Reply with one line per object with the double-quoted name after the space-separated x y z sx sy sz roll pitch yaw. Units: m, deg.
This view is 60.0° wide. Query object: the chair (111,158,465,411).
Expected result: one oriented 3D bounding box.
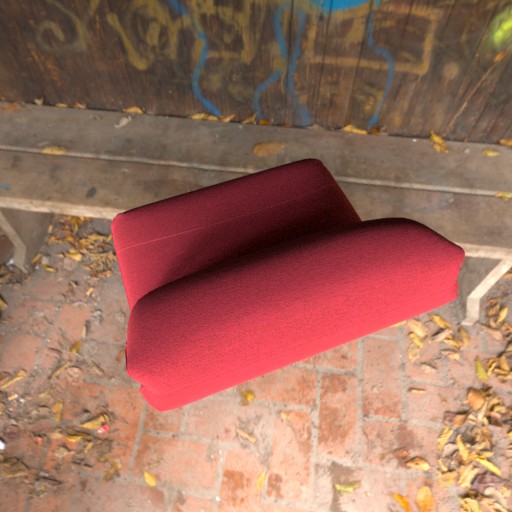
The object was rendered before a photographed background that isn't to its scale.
0.000 0.000 1.343 0.820 0.580 0.780 -18 60 -11 "chair"
